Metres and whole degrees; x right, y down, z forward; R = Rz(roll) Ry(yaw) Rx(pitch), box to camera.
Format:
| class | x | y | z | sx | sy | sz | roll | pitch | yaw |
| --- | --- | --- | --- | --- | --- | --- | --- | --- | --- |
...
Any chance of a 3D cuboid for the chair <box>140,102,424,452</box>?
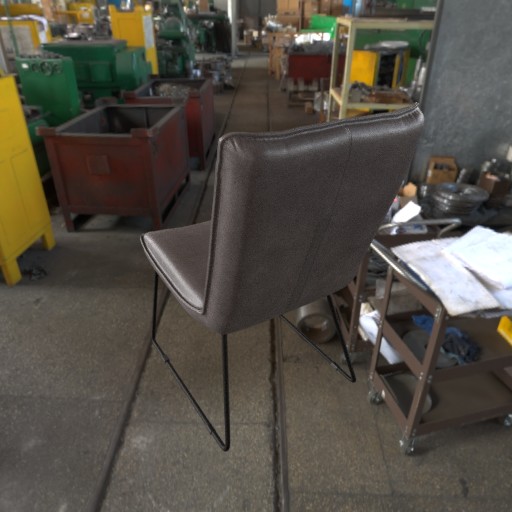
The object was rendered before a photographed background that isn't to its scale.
| class | x | y | z | sx | sy | sz | roll | pitch | yaw |
| --- | --- | --- | --- | --- | --- | --- | --- | --- | --- |
| chair | 0.000 | 0.000 | 1.320 | 0.515 | 0.932 | 0.688 | -18 | 34 | -28 |
